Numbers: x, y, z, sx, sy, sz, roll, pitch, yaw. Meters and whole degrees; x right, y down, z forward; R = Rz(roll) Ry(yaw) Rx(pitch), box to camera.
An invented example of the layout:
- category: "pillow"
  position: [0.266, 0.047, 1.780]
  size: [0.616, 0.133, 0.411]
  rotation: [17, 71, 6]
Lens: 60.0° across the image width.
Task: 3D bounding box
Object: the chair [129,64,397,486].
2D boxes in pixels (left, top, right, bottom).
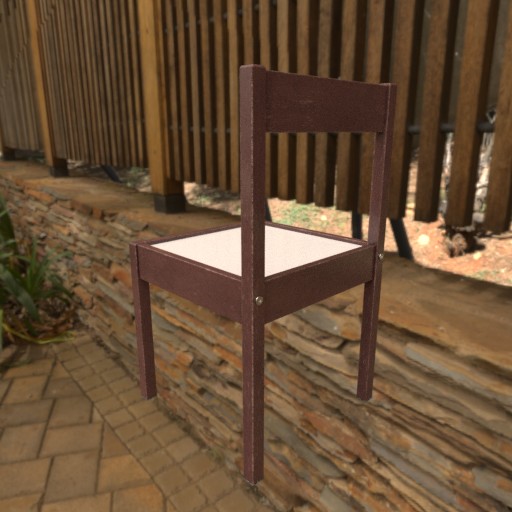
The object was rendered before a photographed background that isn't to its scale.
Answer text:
- category: "chair"
  position: [0.000, 0.000, 0.695]
  size: [0.285, 0.505, 0.285]
  rotation: [-15, 22, -42]
